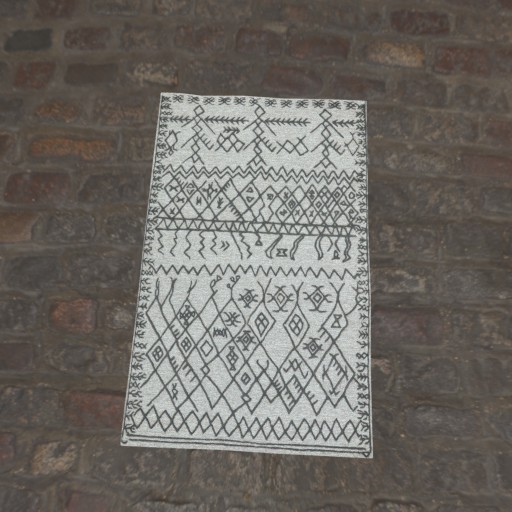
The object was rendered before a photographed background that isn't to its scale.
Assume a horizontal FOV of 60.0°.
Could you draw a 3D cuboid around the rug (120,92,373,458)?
[{"bbox_3d":[0.000,0.000,4.665,2.393,0.019,3.824,3,75,1],"label":"rug"}]
